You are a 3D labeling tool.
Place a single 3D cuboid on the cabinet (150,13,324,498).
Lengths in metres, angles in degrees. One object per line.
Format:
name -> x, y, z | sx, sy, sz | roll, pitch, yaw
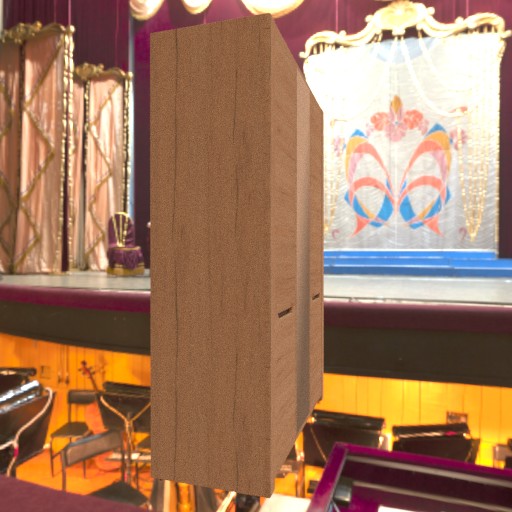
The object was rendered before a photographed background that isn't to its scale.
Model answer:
cabinet -> 0.000, 0.000, 2.636 | 0.580, 2.070, 1.400 | 0, 0, 18
